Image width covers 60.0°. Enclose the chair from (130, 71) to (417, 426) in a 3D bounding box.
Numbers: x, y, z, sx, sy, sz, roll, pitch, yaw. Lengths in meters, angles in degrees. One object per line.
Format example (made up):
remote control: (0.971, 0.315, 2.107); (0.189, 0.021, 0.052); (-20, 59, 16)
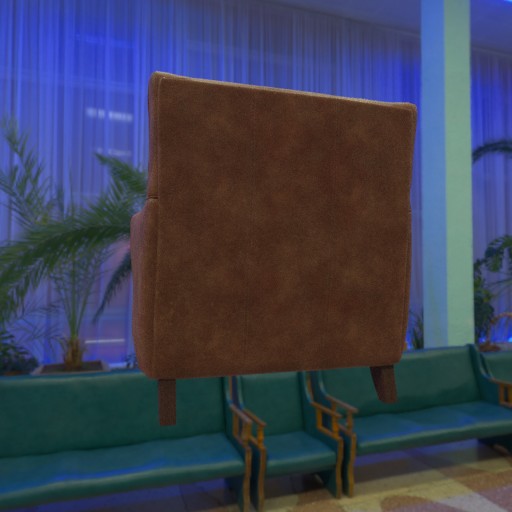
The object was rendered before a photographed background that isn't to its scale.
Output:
chair: (0.000, 0.000, 1.615); (0.870, 0.943, 0.823); (1, -2, -17)
